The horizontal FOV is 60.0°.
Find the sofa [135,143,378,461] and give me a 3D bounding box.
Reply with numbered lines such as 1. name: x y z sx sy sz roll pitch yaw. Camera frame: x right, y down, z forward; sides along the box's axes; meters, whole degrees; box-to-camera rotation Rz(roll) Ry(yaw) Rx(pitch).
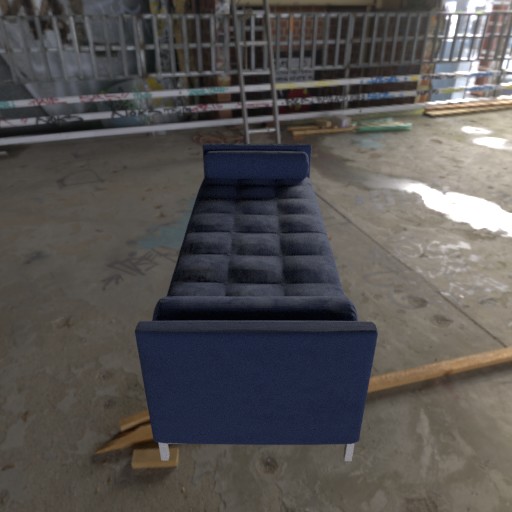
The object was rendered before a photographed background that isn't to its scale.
1. sofa: 0.000 0.000 2.441 0.797 0.657 2.102 0 30 0
